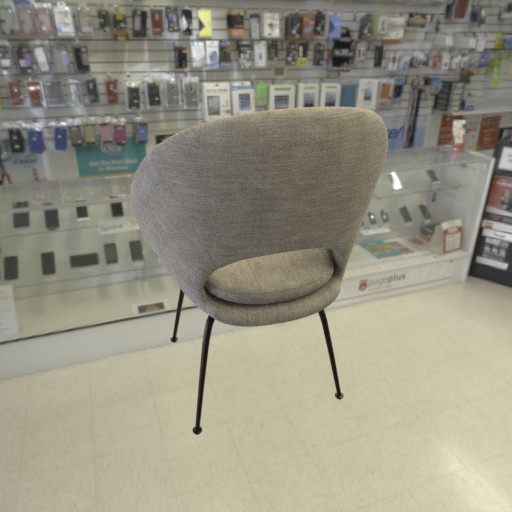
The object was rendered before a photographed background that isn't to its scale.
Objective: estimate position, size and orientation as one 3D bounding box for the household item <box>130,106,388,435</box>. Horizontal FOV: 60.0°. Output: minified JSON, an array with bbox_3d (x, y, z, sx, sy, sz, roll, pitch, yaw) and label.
[{"bbox_3d":[0.000,0.000,1.257,0.643,0.869,0.587,-8,27,-16],"label":"household item"}]
